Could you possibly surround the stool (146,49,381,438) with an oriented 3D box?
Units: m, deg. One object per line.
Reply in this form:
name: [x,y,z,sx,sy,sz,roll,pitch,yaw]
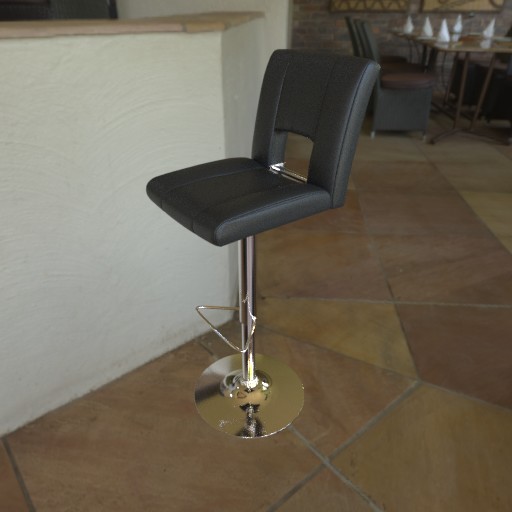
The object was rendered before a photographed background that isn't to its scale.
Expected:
stool: [0.000,0.000,1.396,0.520,1.151,0.415,-20,35,-31]
